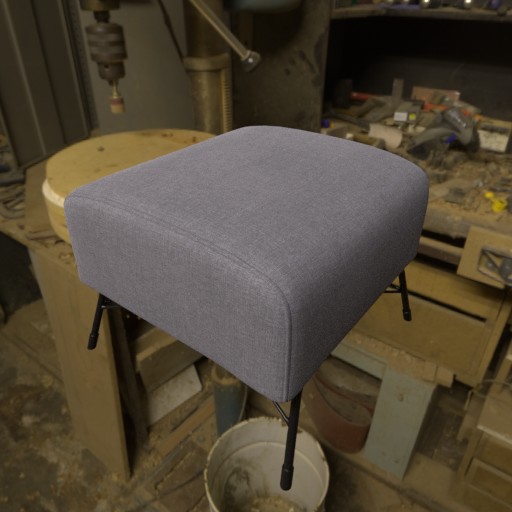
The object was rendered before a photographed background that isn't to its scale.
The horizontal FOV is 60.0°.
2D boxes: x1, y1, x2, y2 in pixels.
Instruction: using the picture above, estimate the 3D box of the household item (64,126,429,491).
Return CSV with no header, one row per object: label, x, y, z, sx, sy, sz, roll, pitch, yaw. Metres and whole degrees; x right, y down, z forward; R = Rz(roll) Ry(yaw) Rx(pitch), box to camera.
household item,0.000,0.000,0.899,0.530,0.410,0.530,22,38,31
